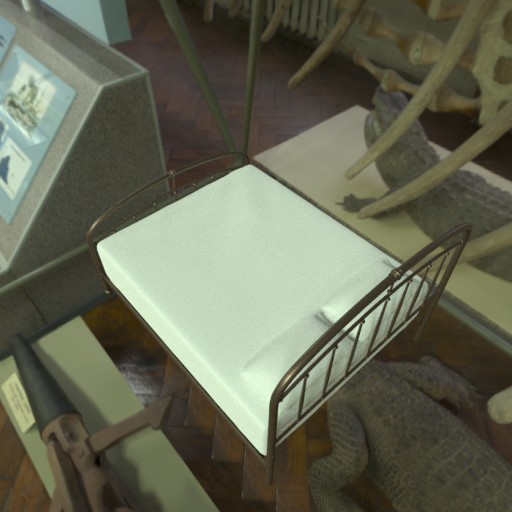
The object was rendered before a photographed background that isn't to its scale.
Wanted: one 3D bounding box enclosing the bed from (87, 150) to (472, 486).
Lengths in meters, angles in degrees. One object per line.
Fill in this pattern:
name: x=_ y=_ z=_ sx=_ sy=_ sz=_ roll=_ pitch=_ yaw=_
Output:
bed: x=0.000 y=0.000 z=3.265 sx=1.711 sy=1.475 sz=2.168 roll=-33 pitch=55 yaw=-27
